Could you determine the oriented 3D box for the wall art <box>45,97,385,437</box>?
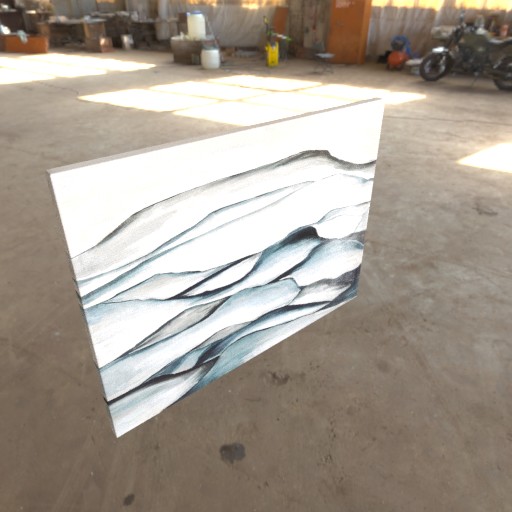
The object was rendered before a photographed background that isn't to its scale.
[{"bbox_3d":[0.000,0.000,1.564,1.219,0.915,0.039,-23,38,-33],"label":"wall art"}]
